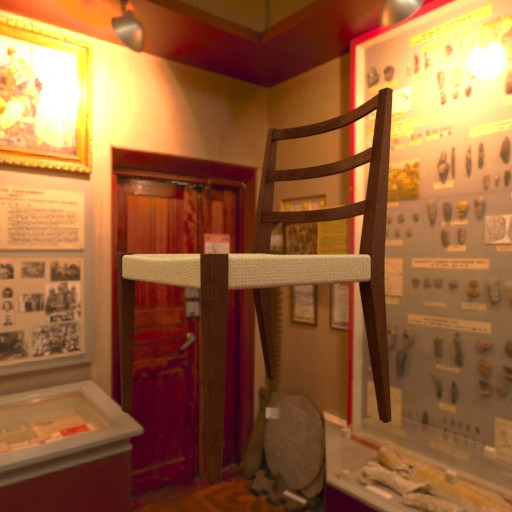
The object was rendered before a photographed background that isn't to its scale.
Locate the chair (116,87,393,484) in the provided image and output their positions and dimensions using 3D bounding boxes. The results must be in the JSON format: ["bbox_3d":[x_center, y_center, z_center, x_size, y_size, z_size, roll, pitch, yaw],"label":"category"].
[{"bbox_3d":[0.000,0.000,1.124,0.551,0.813,0.480,0,1,-37],"label":"chair"}]
